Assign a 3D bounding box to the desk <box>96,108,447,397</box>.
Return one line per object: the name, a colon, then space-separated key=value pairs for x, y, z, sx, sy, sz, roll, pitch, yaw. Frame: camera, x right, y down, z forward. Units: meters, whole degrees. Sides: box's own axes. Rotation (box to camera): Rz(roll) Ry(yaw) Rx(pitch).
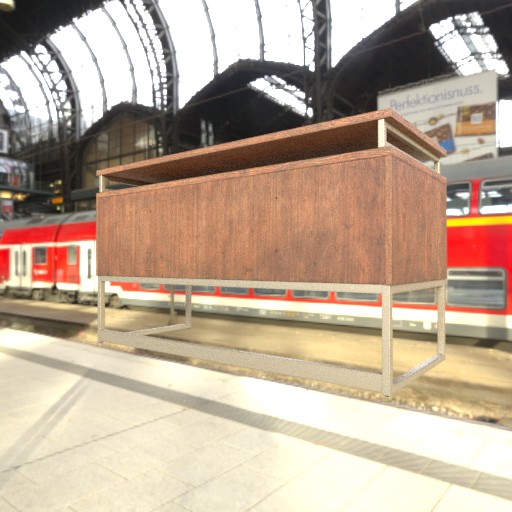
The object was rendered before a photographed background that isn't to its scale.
desk: x=0.000 y=0.000 z=1.864 sx=1.384 sy=0.792 sz=0.610 roll=-1 pitch=-1 yaw=37
